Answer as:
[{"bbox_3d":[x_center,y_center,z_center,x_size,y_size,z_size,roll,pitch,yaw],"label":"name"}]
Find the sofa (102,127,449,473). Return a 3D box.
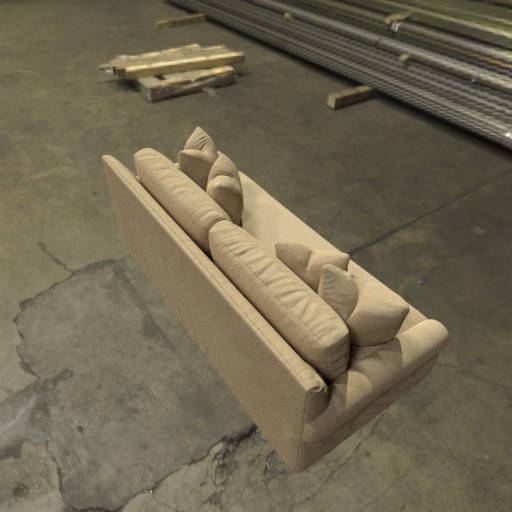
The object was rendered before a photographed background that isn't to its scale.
[{"bbox_3d":[0.000,0.000,2.790,1.067,0.904,2.285,-25,48,-25],"label":"sofa"}]
